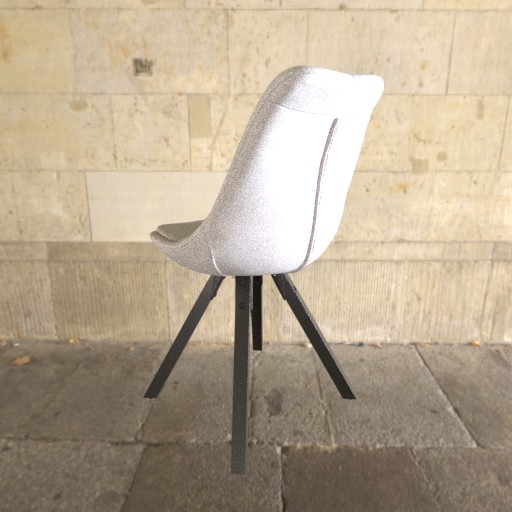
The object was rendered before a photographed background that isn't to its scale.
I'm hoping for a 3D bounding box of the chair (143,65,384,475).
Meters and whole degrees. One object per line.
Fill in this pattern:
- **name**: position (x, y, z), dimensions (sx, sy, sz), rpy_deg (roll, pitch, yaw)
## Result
- **chair**: position (0.000, 0.000, 1.144), dimensions (0.485, 0.850, 0.550), rpy_deg (-15, 22, -41)
